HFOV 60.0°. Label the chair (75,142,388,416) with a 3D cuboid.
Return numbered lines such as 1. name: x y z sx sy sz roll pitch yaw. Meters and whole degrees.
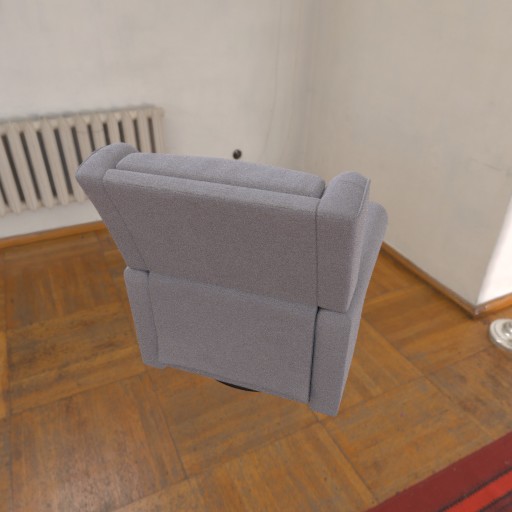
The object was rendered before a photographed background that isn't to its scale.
1. chair: 0.000 0.000 1.687 0.906 0.966 0.854 11 34 16
